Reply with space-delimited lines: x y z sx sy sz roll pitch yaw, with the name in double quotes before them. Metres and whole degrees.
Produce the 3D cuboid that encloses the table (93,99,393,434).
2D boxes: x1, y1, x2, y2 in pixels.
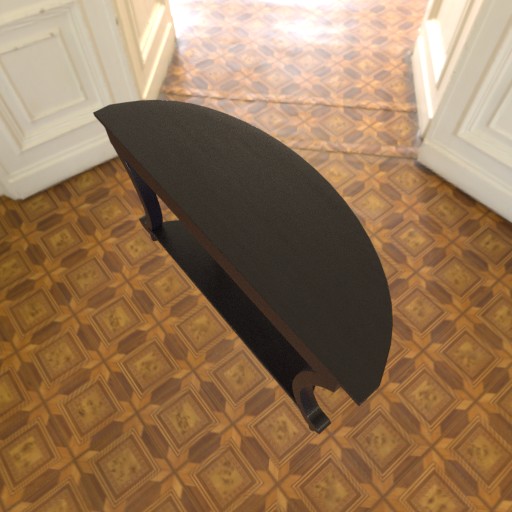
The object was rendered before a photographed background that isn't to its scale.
"table" 0.000 0.000 1.564 0.394 0.692 1.198 -35 65 -19
